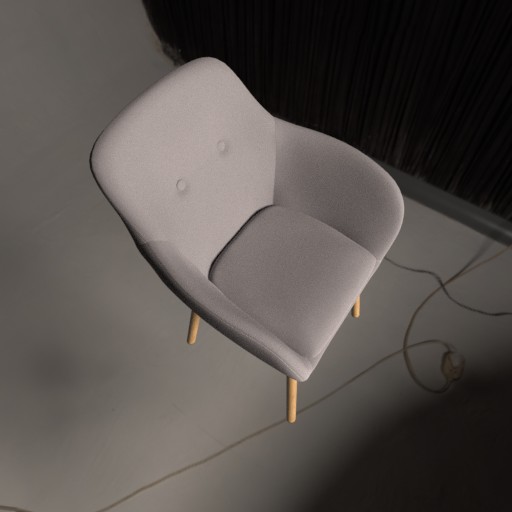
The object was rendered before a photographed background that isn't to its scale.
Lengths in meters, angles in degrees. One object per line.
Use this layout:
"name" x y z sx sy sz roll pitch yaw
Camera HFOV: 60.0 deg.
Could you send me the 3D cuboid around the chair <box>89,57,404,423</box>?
"chair" 0.000 0.000 1.215 0.590 0.830 0.570 30 62 18
